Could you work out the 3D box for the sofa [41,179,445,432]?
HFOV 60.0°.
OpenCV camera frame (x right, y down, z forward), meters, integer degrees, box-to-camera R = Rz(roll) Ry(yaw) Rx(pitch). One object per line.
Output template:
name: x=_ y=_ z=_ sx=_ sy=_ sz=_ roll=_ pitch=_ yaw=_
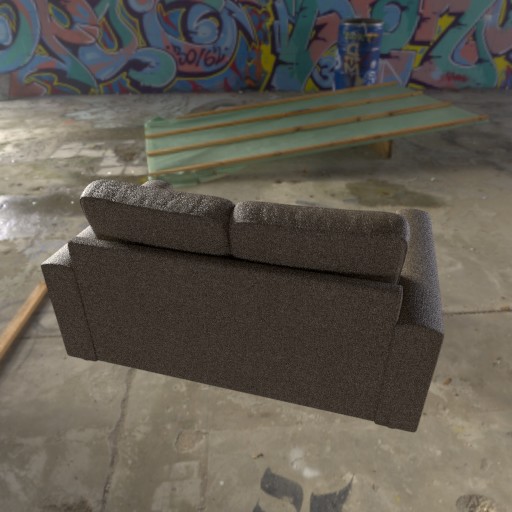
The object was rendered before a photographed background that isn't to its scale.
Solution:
sofa: x=0.000 y=0.000 z=2.152 sx=1.616 sy=0.873 sz=1.016 roll=8 pitch=33 yaw=13
